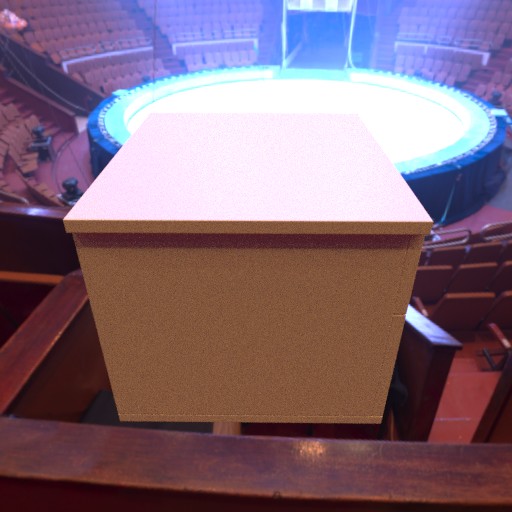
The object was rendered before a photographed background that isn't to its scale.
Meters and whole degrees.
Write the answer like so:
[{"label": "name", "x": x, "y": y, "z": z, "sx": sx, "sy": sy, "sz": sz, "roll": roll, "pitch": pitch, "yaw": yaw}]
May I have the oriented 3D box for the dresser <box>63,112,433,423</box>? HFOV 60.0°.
[{"label": "dresser", "x": 0.000, "y": 0.000, "z": 0.739, "sx": 0.400, "sy": 0.360, "sz": 0.430, "roll": 0, "pitch": 32, "yaw": 1}]
